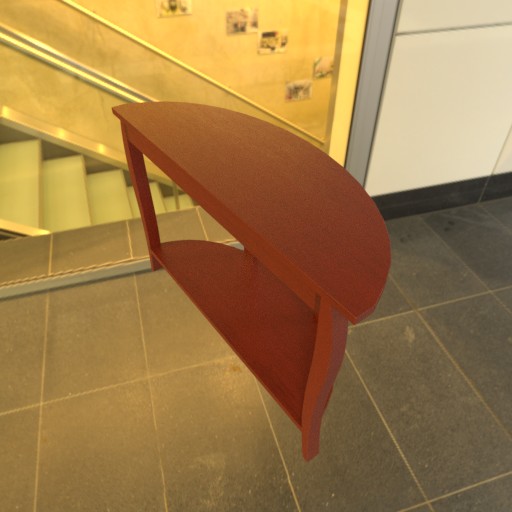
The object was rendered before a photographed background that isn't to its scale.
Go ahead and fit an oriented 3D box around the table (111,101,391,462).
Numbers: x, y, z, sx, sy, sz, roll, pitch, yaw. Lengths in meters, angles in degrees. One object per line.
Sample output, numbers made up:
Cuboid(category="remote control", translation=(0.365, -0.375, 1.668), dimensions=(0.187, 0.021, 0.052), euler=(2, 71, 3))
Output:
Cuboid(category="table", translation=(0.000, 0.000, 1.591), dimensions=(0.405, 0.779, 1.219), euler=(-26, 48, -26))
